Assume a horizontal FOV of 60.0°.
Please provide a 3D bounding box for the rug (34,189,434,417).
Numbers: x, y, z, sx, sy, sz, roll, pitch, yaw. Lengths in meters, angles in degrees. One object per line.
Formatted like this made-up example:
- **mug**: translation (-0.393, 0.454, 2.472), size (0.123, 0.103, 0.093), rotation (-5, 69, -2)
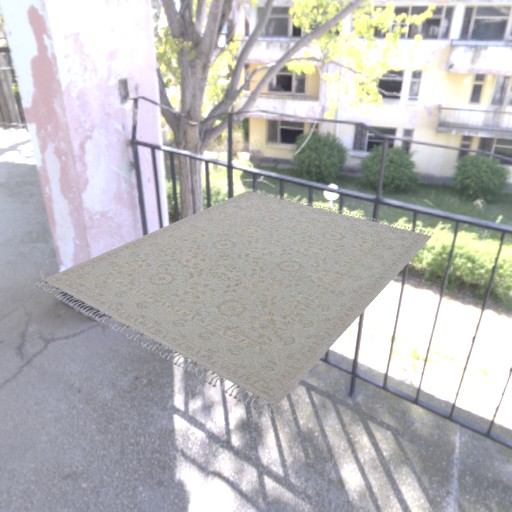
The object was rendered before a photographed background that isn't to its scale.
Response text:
- **rug**: translation (0.000, 0.000, 4.153), size (2.444, 0.013, 3.043), rotation (19, 33, 32)
